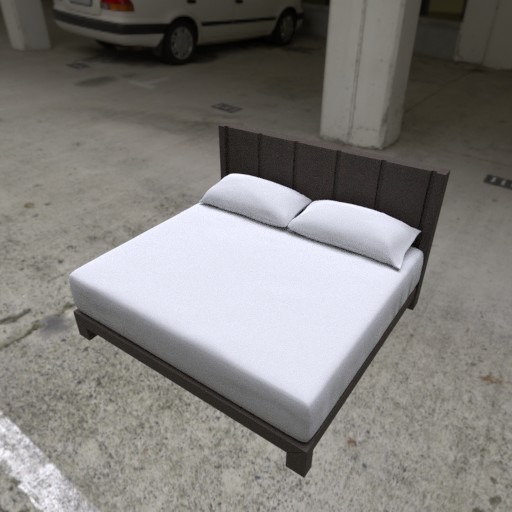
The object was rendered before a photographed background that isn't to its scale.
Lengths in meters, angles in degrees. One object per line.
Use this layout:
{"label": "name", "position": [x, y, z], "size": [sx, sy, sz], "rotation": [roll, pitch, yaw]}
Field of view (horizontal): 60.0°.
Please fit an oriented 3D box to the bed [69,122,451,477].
{"label": "bed", "position": [0.000, 0.000, 3.475], "size": [2.134, 1.270, 2.012], "rotation": [21, 38, 29]}
